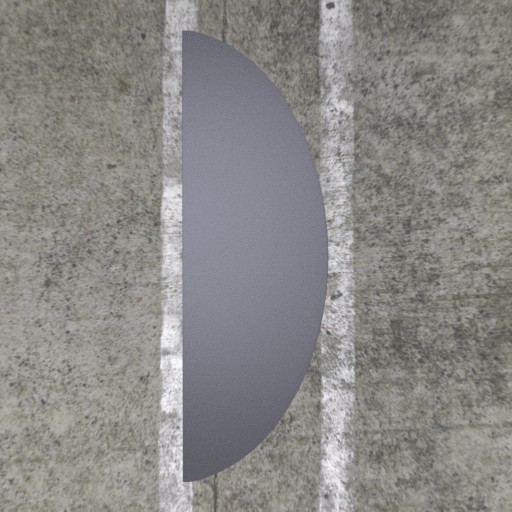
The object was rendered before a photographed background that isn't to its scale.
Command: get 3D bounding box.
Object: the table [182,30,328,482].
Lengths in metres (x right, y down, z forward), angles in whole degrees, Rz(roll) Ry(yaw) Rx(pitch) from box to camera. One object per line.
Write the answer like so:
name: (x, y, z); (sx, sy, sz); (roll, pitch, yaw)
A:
table: (0.000, 0.000, 1.585); (0.394, 0.780, 1.219); (0, 91, 0)
